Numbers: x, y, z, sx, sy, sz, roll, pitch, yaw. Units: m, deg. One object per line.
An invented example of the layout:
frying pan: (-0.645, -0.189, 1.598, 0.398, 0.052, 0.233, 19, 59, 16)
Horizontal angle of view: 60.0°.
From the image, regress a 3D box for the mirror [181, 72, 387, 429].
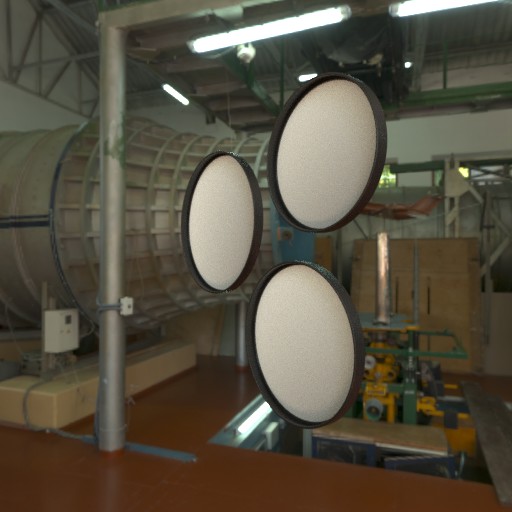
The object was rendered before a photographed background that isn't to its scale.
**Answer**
mirror: (0.000, 0.000, 3.109, 0.076, 2.096, 2.160, 0, 0, -36)
